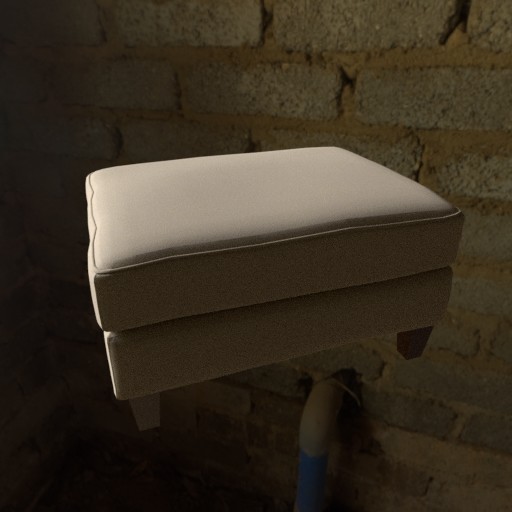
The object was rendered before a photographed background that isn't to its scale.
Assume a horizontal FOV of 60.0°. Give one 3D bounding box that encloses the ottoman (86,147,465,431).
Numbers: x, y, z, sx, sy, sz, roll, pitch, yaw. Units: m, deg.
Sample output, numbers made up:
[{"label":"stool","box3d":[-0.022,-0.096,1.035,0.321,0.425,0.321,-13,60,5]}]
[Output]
[{"label":"ottoman","box3d":[0.000,0.000,1.203,0.818,0.485,0.634,-9,30,-17]}]
